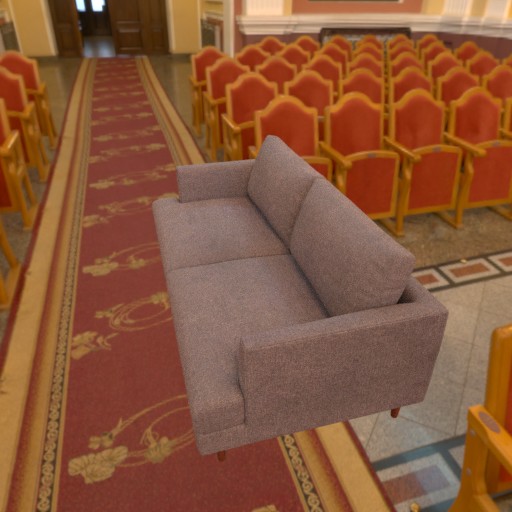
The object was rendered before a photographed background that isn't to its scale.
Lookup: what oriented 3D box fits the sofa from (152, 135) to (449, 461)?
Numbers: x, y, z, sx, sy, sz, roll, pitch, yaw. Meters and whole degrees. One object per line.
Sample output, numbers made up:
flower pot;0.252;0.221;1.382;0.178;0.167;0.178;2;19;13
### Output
sofa;0.000;0.000;2.486;1.020;0.868;1.948;-8;32;-13
